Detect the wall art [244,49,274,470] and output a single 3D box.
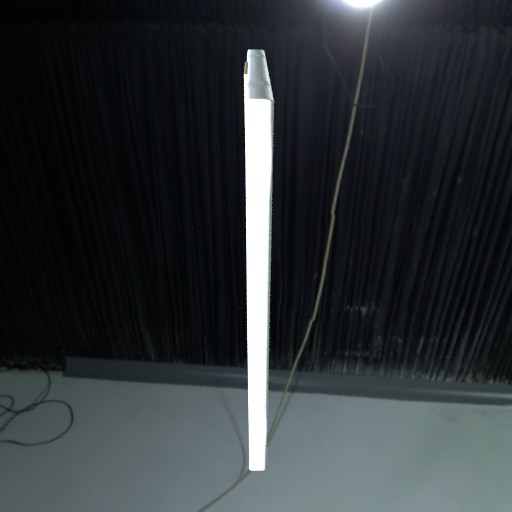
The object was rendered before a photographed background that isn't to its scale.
[{"bbox_3d":[0.000,0.000,1.140,0.048,0.902,0.602,0,31,0],"label":"wall art"}]
